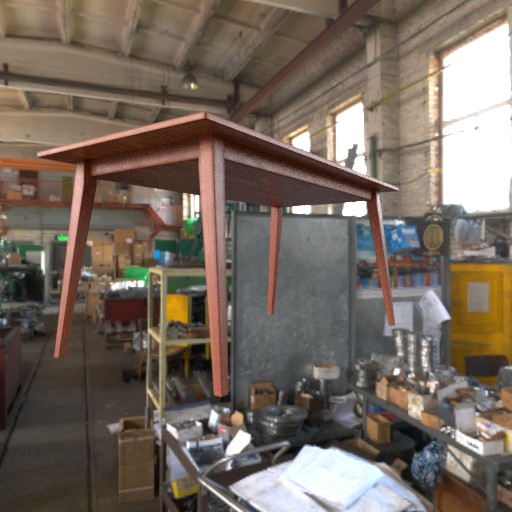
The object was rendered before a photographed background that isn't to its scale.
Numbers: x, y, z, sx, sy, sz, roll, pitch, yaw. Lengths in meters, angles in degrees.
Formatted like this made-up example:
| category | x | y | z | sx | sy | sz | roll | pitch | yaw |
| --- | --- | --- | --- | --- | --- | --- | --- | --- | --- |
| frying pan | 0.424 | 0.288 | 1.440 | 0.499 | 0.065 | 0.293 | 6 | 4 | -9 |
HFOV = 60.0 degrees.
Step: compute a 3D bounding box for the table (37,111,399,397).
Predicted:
| category | x | y | z | sx | sy | sz | roll | pitch | yaw |
| --- | --- | --- | --- | --- | --- | --- | --- | --- | --- |
| table | 0.000 | 0.000 | 2.031 | 0.811 | 0.755 | 1.609 | 0 | 0 | 35 |
